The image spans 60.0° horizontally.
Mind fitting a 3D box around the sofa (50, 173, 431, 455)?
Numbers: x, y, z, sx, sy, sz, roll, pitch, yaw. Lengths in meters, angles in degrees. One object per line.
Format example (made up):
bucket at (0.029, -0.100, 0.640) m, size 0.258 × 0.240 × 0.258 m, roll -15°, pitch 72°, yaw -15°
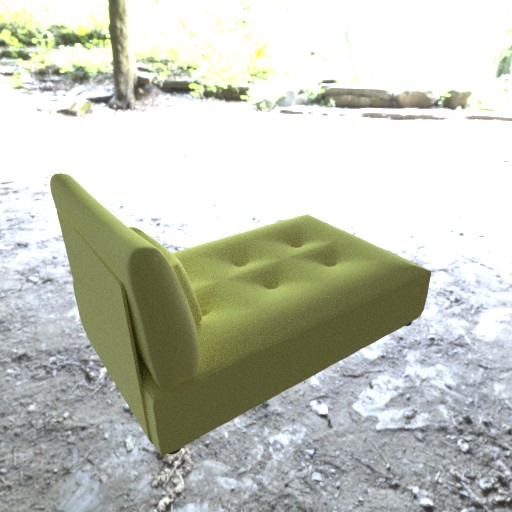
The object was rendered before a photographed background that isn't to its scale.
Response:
sofa at (0.000, 0.000, 2.016) m, size 1.450 × 0.820 × 0.930 m, roll -18°, pitch 33°, yaw -31°
